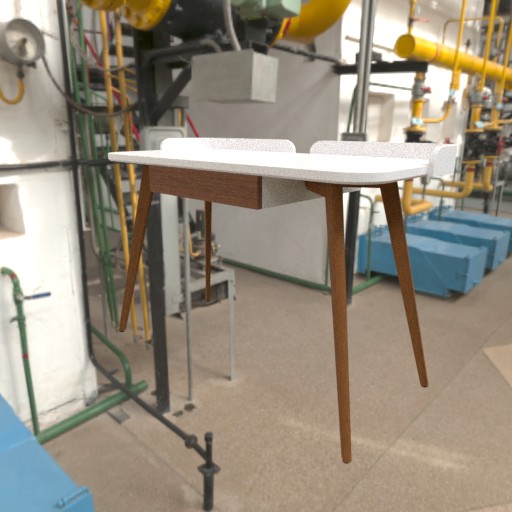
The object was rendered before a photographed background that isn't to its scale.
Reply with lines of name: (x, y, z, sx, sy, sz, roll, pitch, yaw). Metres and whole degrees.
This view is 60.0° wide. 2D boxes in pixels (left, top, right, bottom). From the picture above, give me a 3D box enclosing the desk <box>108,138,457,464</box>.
desk: (0.000, 0.000, 1.616, 1.206, 0.807, 0.534, 15, 22, 41)
